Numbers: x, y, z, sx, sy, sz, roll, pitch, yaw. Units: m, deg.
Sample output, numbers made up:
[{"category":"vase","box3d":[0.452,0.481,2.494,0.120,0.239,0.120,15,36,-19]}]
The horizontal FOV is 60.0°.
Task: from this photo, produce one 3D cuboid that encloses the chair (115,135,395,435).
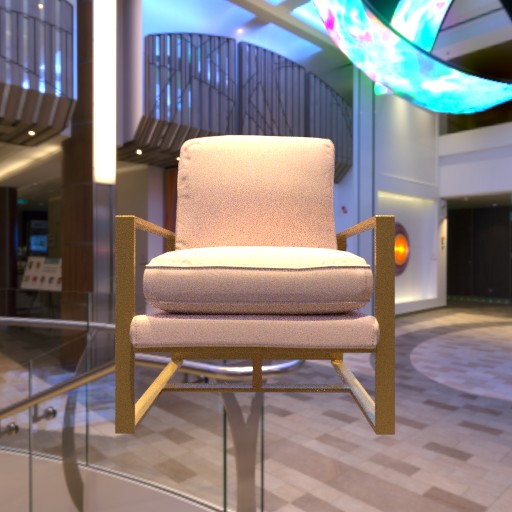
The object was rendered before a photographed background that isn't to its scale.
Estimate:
[{"category":"chair","box3d":[0.000,0.000,1.557,0.758,0.956,0.813,0,0,1]}]
